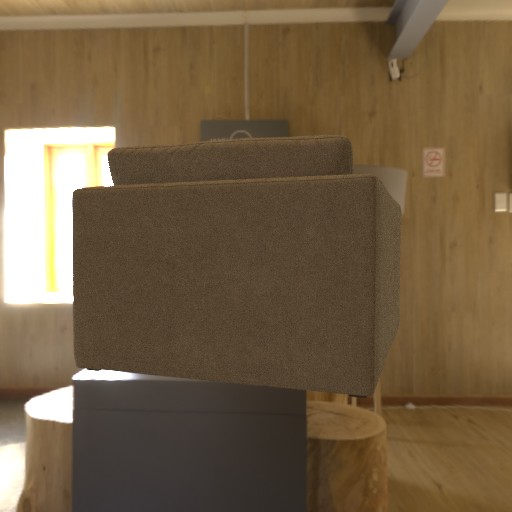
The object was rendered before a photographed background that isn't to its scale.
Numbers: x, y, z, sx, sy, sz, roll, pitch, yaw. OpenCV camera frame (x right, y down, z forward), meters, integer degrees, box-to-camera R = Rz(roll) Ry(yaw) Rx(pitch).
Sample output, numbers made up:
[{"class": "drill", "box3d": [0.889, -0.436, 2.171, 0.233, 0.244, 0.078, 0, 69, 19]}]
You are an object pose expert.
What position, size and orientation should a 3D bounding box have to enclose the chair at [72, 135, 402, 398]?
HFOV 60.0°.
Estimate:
[{"class": "chair", "box3d": [0.000, 0.000, 1.903, 1.190, 0.845, 1.091, 0, 1, 17]}]
